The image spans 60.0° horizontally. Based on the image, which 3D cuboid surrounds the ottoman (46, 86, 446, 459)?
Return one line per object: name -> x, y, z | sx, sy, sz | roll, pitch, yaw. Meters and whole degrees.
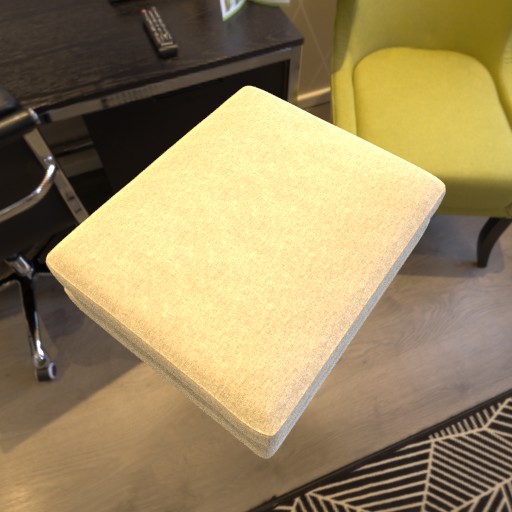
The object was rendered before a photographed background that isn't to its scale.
ottoman -> 0.000, 0.000, 1.268 | 0.693, 0.474, 0.821 | 33, 64, 18
